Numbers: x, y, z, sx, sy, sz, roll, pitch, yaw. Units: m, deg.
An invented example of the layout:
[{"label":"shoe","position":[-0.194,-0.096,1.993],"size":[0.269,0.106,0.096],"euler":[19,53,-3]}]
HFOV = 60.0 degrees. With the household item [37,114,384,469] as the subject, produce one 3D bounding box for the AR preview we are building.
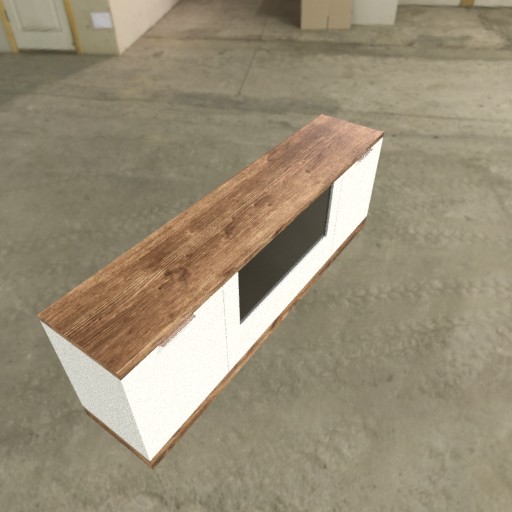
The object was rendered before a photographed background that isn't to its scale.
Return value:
[{"label":"household item","position":[0.000,0.000,2.047],"size":[0.390,0.615,1.800],"euler":[25,48,26]}]
